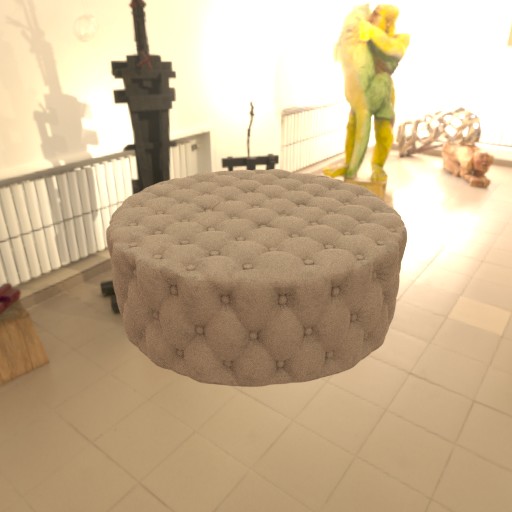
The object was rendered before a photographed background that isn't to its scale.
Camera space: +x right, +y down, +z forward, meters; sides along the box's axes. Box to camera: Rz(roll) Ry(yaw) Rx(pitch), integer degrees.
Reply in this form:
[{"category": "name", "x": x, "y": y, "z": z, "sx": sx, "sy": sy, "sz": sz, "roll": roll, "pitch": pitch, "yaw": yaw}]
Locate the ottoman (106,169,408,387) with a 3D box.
[{"category": "ottoman", "x": 0.000, "y": 0.000, "z": 1.581, "sx": 0.998, "sy": 0.399, "sz": 0.998, "roll": 0, "pitch": 27, "yaw": 0}]
